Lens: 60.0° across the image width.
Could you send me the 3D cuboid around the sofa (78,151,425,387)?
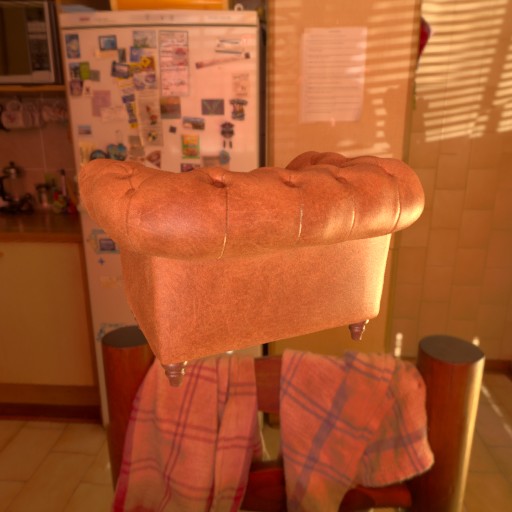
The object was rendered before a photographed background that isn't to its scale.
[{"bbox_3d":[0.000,0.000,1.997,1.405,0.878,1.033,-8,18,-25],"label":"sofa"}]
